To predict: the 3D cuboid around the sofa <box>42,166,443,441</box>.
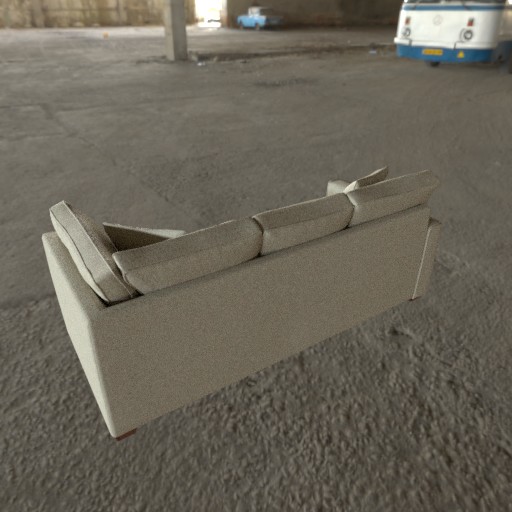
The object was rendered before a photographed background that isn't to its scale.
[{"bbox_3d":[0.000,0.000,2.855,2.317,0.962,1.061,-18,34,-28],"label":"sofa"}]
